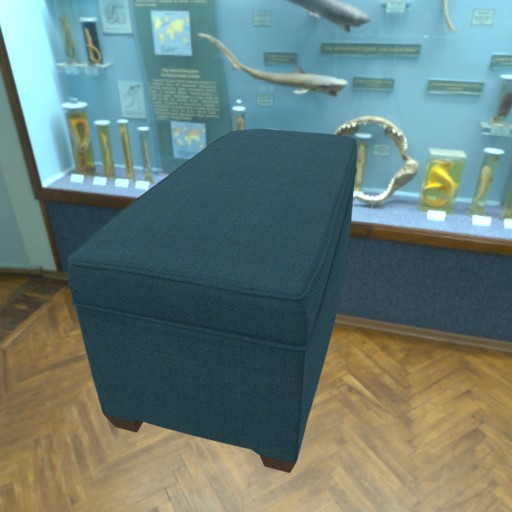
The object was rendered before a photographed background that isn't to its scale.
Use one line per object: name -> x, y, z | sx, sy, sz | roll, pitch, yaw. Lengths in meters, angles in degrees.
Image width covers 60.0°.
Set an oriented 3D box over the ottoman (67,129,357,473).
ottoman -> 0.000, 0.000, 1.208 | 0.474, 0.474, 0.943 | 8, 31, 14
